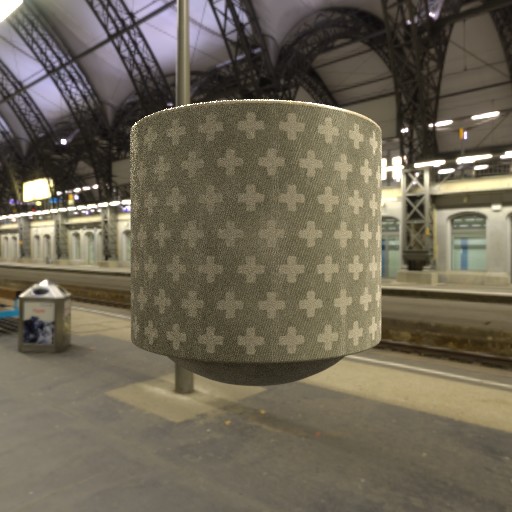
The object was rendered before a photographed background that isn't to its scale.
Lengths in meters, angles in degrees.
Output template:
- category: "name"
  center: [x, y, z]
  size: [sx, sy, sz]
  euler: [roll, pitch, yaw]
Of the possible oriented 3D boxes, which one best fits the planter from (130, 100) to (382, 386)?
- category: "planter"
  center: [0.000, 0.000, 0.459]
  size: [0.250, 0.239, 0.250]
  euler: [0, 1, 0]
